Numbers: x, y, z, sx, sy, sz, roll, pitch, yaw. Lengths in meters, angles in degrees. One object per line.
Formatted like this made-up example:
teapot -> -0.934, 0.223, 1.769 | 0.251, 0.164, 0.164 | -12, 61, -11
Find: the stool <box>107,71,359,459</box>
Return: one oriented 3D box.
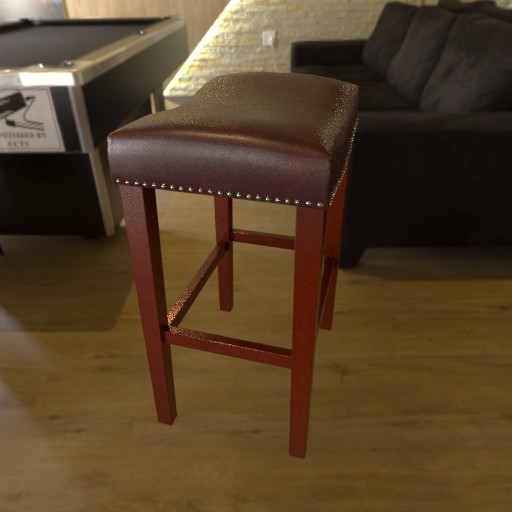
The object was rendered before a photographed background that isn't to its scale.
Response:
stool -> 0.000, 0.000, 1.043 | 0.372, 0.742, 0.504 | 9, 33, 13
